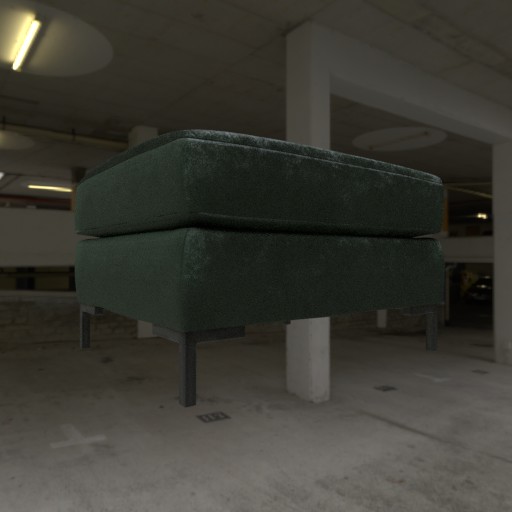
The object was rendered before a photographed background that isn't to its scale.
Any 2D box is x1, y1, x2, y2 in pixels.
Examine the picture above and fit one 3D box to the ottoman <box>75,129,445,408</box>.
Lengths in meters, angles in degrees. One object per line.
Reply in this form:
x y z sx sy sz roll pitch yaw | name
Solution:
0.000 0.000 1.279 0.839 0.538 0.701 0 0 -37 | ottoman
